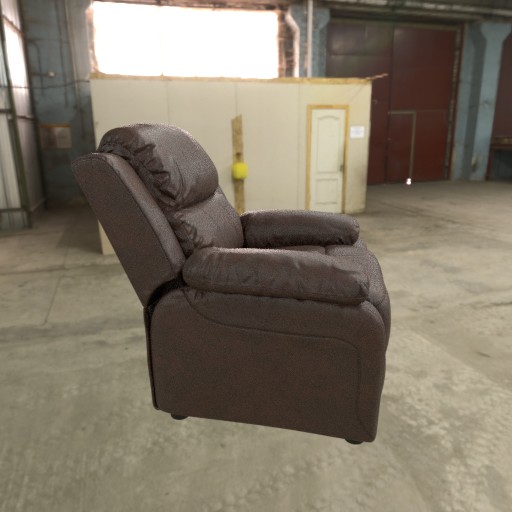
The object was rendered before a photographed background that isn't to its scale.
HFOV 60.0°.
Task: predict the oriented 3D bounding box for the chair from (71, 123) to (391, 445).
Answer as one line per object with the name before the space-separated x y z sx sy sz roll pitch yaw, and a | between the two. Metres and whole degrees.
chair | 0.000 0.000 1.220 0.707 0.702 0.680 3 16 10
